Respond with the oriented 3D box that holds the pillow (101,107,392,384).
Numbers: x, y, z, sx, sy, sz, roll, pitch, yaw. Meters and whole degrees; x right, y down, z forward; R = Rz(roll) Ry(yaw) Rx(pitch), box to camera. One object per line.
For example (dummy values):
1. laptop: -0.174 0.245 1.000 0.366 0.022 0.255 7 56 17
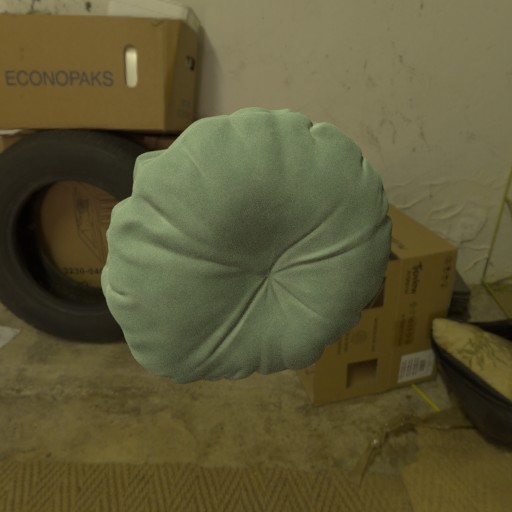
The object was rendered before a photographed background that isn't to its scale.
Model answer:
1. pillow: 0.000 0.000 0.636 0.428 0.407 0.148 -9 28 -17
